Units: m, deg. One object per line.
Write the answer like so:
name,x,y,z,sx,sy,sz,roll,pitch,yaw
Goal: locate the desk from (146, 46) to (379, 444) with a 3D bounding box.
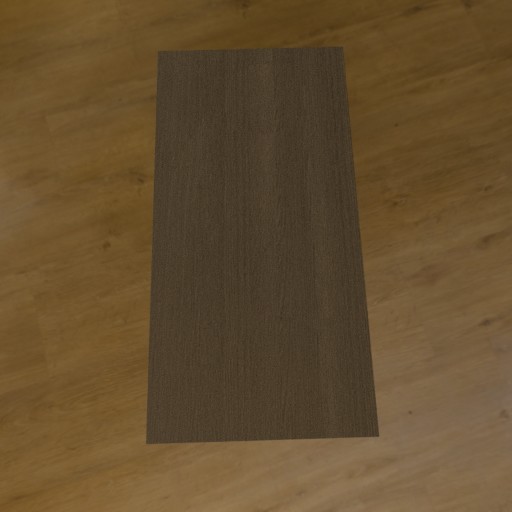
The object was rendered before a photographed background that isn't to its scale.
desk,0.000,0.000,1.548,0.557,0.729,1.099,-2,75,0
